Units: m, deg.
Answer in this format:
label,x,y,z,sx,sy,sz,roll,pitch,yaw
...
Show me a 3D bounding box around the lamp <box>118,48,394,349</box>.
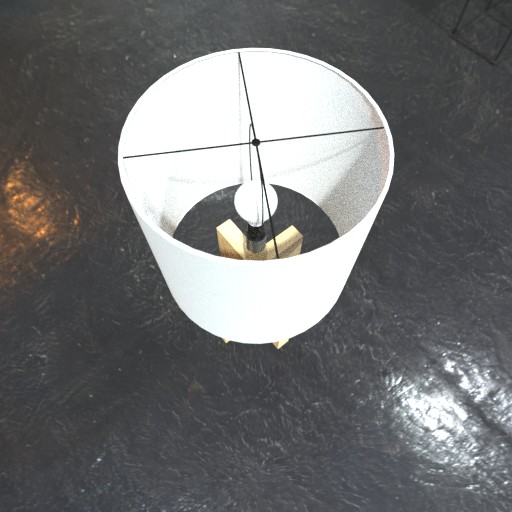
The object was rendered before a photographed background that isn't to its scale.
label,x,y,z,sx,sy,sz,roll,pitch,yaw
lamp,0.000,0.000,0.560,0.229,0.428,0.229,-35,69,-16
